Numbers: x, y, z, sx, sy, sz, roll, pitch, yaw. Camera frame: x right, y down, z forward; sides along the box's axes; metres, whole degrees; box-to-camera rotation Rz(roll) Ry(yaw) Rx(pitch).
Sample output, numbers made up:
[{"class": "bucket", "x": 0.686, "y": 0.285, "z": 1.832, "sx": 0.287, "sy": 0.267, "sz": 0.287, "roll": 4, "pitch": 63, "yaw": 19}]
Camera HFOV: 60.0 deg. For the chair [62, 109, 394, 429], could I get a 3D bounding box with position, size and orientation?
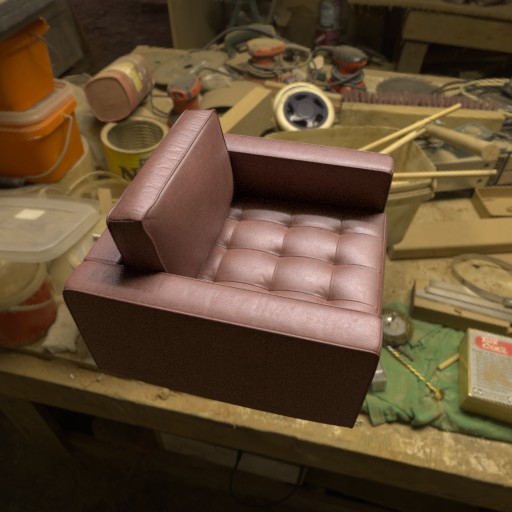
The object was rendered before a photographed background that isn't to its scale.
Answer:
[{"class": "chair", "x": 0.000, "y": 0.000, "z": 1.555, "sx": 0.900, "sy": 0.770, "sz": 0.920, "roll": 10, "pitch": 47, "yaw": 10}]
